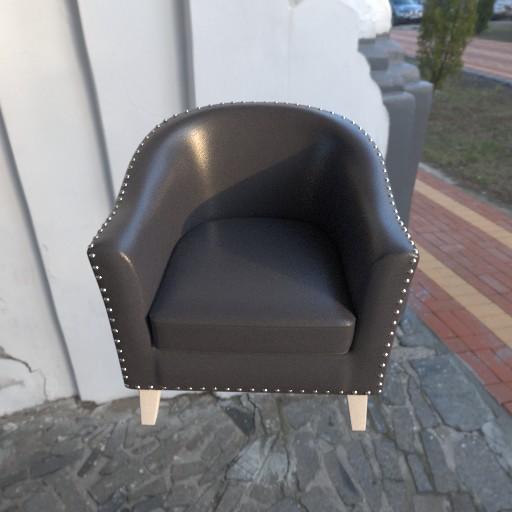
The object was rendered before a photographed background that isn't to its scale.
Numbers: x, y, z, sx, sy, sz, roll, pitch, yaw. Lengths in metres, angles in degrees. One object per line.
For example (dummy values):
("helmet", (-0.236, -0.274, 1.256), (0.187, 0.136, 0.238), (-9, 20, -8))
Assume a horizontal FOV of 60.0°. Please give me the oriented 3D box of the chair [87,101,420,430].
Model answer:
("chair", (0.000, 0.000, 1.436), (0.794, 0.823, 0.748), (1, 31, 2))
